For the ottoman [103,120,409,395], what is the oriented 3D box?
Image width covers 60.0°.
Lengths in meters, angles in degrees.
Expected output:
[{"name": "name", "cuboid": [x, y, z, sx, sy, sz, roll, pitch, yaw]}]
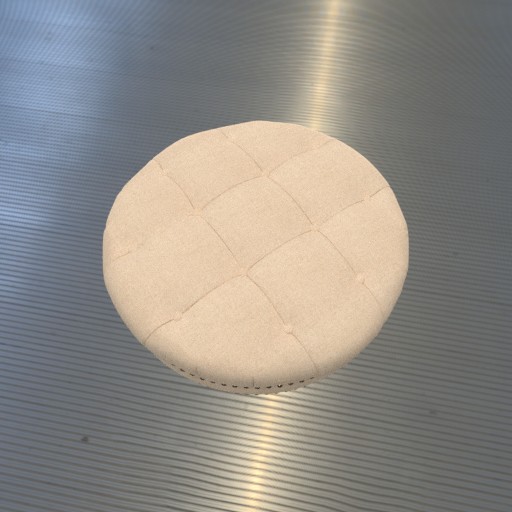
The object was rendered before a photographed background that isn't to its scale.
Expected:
[{"name": "ottoman", "cuboid": [0.000, 0.000, 1.499, 0.940, 0.483, 0.940, 0, 60, 0]}]
